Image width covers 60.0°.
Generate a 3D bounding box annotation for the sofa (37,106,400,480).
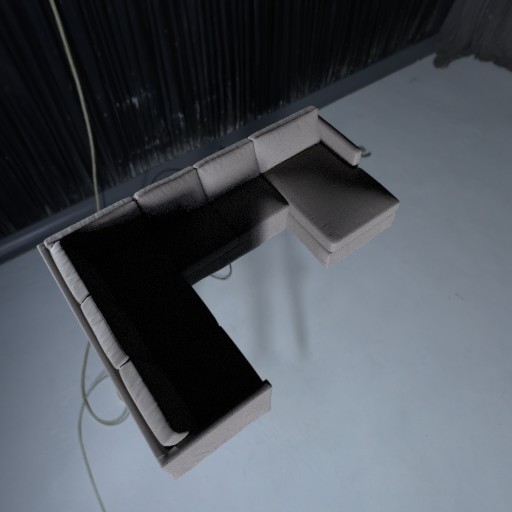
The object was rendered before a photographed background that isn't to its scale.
[{"bbox_3d":[0.000,0.000,4.473,3.460,0.882,2.427,-32,62,-19],"label":"sofa"}]
